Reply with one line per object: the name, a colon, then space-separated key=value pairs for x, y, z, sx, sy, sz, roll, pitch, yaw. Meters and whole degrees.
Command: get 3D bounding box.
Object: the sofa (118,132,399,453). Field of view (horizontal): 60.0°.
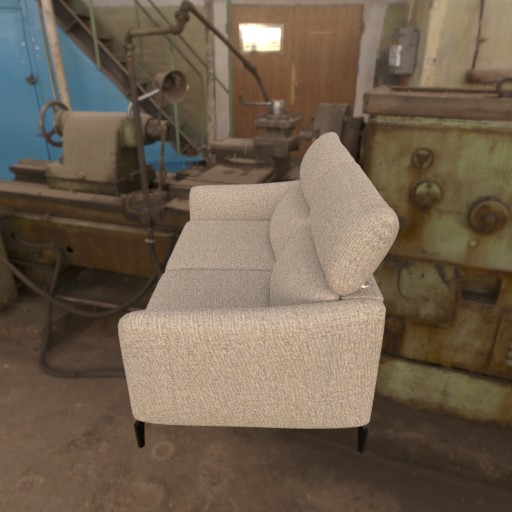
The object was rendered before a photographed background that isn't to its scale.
sofa: x=0.000 y=0.000 z=2.097 sx=0.905 sy=0.950 sz=1.540 roll=1 pitch=26 yaw=1
